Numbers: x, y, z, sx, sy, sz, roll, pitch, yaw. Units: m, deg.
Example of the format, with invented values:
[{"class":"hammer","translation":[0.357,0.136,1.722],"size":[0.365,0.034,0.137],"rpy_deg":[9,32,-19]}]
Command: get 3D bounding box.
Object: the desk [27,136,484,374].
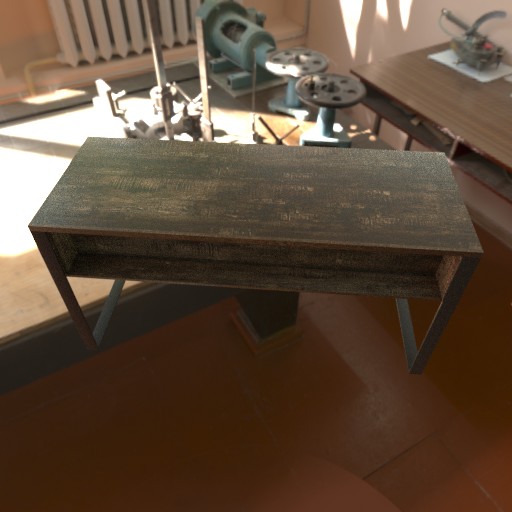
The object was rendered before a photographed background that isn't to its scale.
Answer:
[{"class":"desk","translation":[0.000,0.000,1.953],"size":[1.524,0.762,0.599],"rpy_deg":[3,45,3]}]
